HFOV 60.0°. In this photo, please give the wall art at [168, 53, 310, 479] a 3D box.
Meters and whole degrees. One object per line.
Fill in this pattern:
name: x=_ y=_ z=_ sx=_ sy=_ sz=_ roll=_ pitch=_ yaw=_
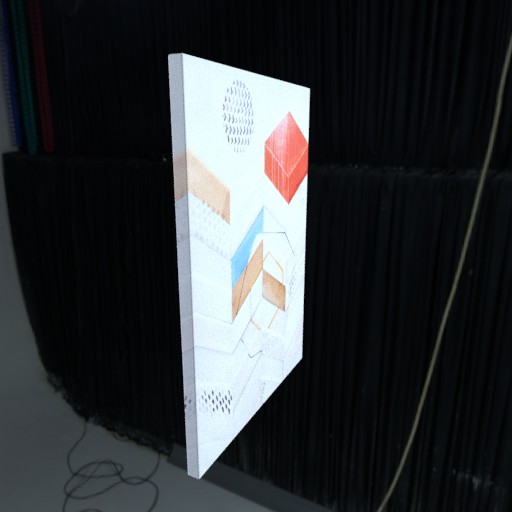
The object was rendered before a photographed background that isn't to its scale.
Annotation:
wall art: x=0.000 y=0.000 z=1.117 sx=0.036 sy=0.848 sz=0.613 roll=7 pitch=17 yaw=26
